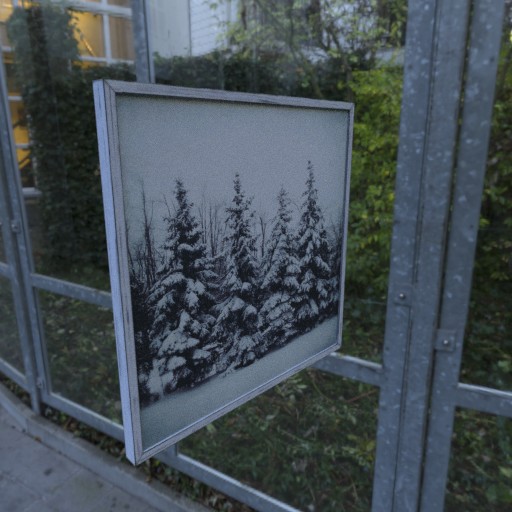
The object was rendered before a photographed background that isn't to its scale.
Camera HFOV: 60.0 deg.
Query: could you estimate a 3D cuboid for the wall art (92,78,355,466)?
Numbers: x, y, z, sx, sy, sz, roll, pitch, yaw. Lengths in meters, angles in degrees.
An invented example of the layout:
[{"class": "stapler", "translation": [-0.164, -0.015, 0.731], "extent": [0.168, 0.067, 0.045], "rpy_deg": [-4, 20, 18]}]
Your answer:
[{"class": "wall art", "translation": [0.000, 0.000, 1.106], "extent": [0.037, 0.761, 0.761], "rpy_deg": [14, 21, 43]}]
